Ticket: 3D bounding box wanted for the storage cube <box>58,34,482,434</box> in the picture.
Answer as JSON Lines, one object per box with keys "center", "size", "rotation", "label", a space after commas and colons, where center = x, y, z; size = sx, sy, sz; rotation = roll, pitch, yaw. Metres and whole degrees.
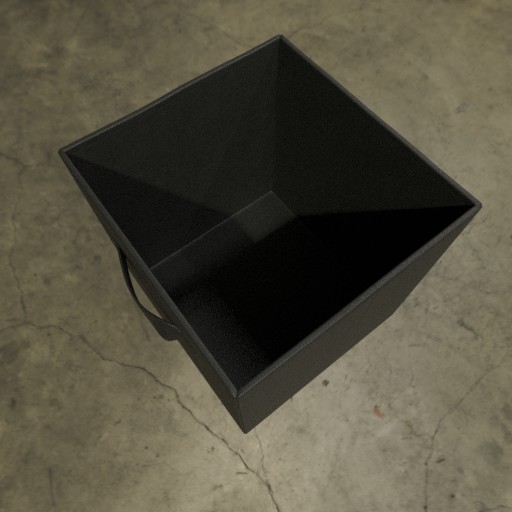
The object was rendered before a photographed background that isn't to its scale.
{"center": [0.000, 0.000, 0.496], "size": [0.270, 0.280, 0.270], "rotation": [-34, 68, -16], "label": "storage cube"}
